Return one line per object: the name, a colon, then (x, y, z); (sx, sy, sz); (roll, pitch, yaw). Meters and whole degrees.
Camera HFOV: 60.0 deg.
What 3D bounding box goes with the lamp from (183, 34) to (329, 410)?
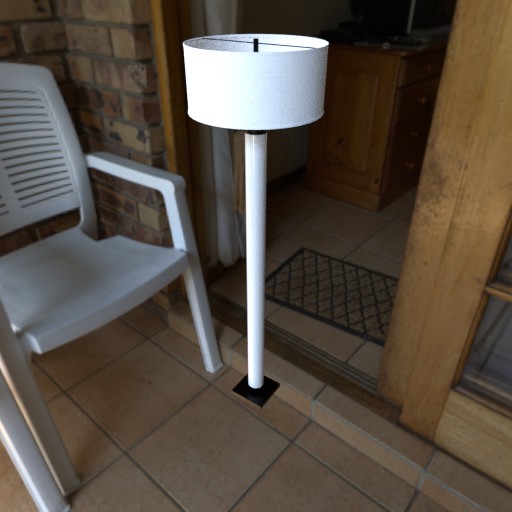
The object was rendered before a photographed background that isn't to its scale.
lamp: (0.000, 0.000, 1.666); (0.420, 1.475, 0.420); (20, 37, 29)
